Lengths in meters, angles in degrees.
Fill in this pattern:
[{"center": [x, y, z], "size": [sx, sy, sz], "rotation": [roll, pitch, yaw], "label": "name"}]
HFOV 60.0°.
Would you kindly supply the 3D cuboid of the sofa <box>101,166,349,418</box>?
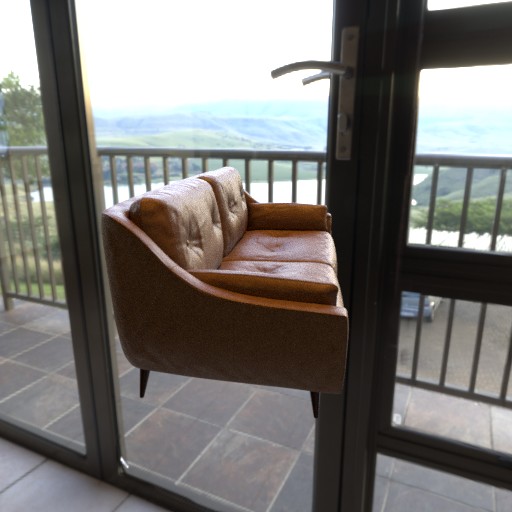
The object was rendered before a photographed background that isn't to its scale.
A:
[{"center": [0.000, 0.000, 2.391], "size": [0.904, 0.839, 1.902], "rotation": [2, 16, 7], "label": "sofa"}]
